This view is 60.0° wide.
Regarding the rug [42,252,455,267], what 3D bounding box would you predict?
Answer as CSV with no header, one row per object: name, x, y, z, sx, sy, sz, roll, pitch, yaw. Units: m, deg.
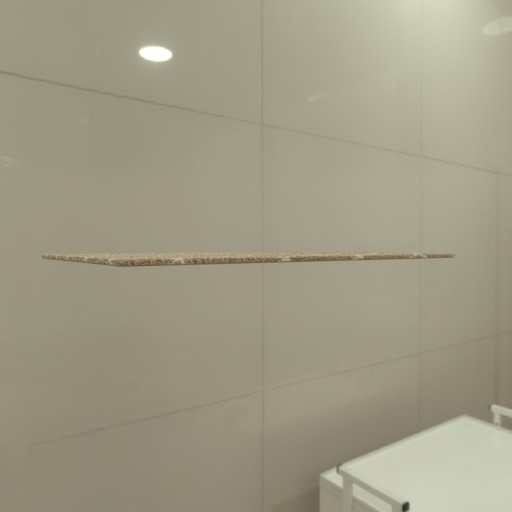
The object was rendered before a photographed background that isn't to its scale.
rug,0.000,0.000,3.064,2.438,0.030,1.524,-1,1,-36
